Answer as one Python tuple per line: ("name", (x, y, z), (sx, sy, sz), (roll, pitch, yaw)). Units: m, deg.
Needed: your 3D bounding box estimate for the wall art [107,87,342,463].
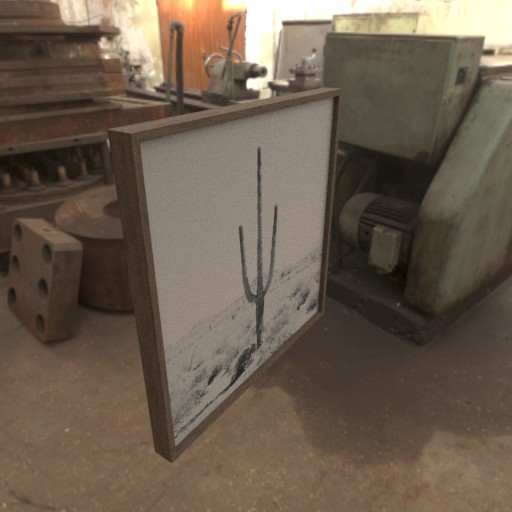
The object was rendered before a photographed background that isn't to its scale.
("wall art", (0.000, 0.000, 0.774), (0.038, 0.508, 0.508), (18, 32, 31))
